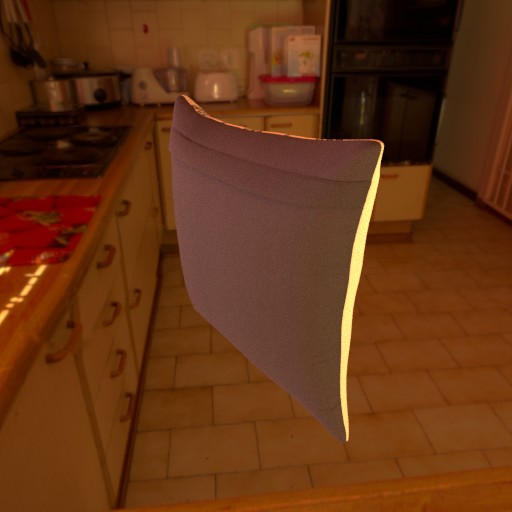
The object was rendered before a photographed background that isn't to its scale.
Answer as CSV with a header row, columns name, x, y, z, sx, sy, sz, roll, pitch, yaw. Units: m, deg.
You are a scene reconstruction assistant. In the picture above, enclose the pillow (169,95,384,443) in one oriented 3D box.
name,x,y,z,sx,sy,sz,roll,pitch,yaw
pillow,0.000,0.000,0.648,0.173,0.406,0.405,-19,33,-32
